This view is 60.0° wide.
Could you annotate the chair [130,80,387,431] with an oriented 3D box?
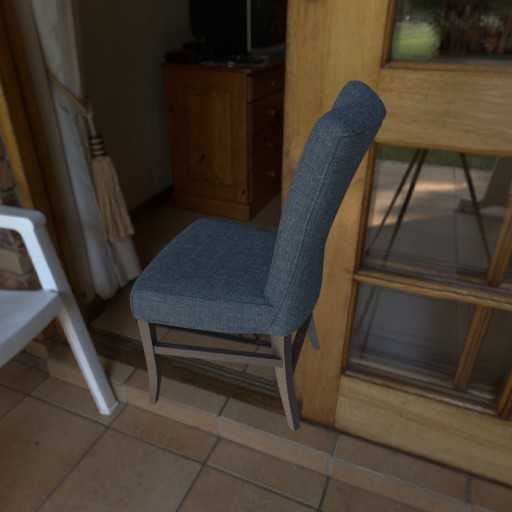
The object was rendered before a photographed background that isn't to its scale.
[{"bbox_3d":[0.000,0.000,1.385,0.660,0.991,0.520,9,31,15],"label":"chair"}]
